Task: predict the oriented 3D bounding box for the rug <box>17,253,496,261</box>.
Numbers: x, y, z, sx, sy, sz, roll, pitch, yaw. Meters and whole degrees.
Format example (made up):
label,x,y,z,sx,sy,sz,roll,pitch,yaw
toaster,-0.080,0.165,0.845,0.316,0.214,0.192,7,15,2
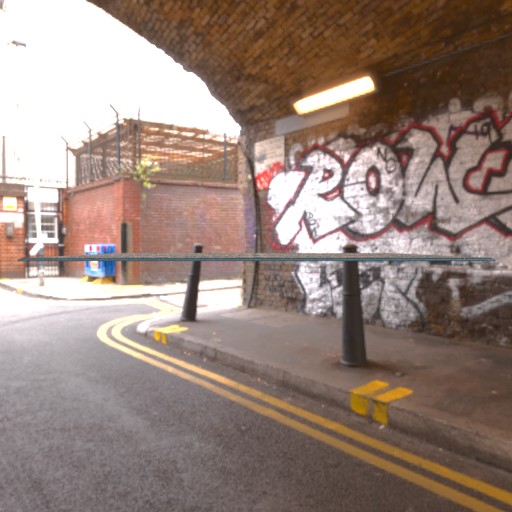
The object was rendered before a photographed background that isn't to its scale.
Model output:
label,x,y,z,sx,sy,sz,roll,pitch,yaw
rug,0.000,0.000,2.300,1.833,0.012,1.211,0,1,-1
